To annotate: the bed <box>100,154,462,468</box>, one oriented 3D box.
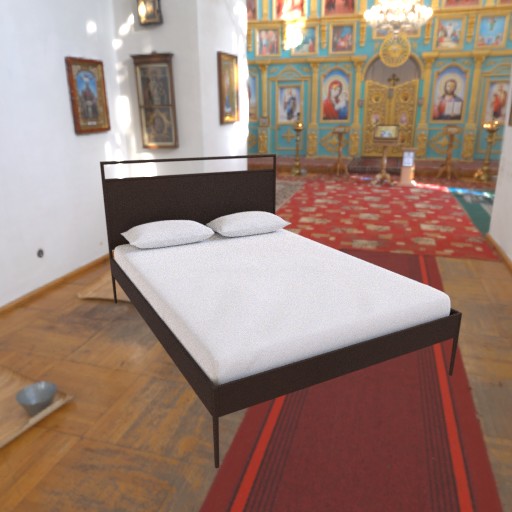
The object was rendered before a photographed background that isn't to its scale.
[{"bbox_3d":[0.000,0.000,3.042,1.572,1.173,2.122,-9,19,-27],"label":"bed"}]
